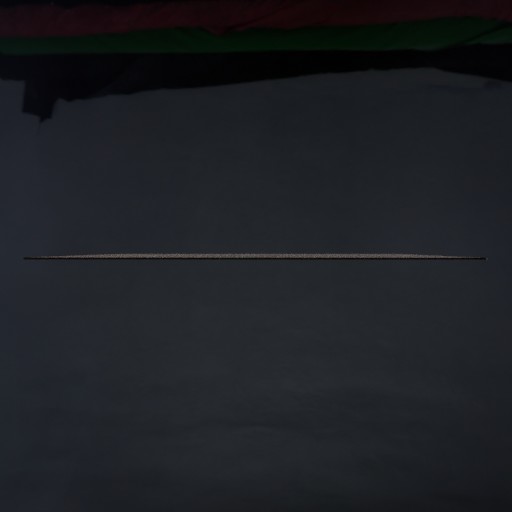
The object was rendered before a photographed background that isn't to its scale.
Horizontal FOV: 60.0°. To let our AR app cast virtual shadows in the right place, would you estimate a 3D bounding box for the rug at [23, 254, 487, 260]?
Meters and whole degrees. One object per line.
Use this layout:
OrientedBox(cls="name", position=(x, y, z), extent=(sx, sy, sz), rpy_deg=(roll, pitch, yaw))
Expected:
OrientedBox(cls="rug", position=(0.000, 0.000, 2.933), extent=(2.286, 0.011, 1.524), rpy_deg=(0, 1, 2))
